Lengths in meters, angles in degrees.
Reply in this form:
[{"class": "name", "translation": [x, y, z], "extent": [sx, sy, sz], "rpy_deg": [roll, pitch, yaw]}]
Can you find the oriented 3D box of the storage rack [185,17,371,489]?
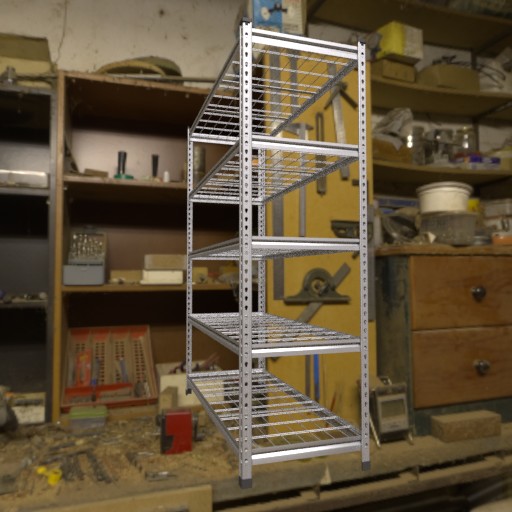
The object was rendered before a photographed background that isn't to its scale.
[{"class": "storage rack", "translation": [0.000, 0.000, 2.673], "extent": [0.610, 1.981, 1.524], "rpy_deg": [1, -2, -18]}]
